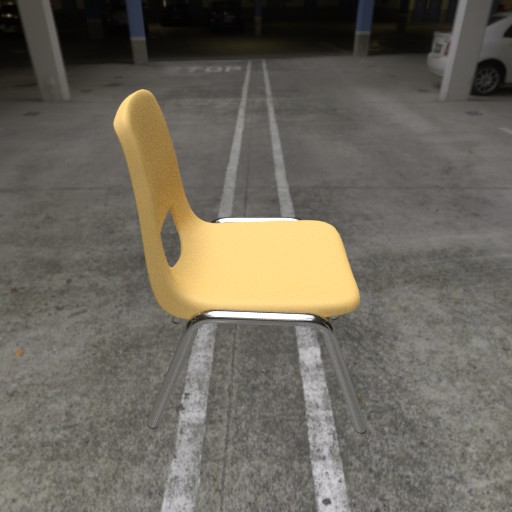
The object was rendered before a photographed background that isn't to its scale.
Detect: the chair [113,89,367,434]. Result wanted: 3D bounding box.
[{"bbox_3d":[0.000,0.000,0.837,0.423,0.586,0.354,0,32,0],"label":"chair"}]
